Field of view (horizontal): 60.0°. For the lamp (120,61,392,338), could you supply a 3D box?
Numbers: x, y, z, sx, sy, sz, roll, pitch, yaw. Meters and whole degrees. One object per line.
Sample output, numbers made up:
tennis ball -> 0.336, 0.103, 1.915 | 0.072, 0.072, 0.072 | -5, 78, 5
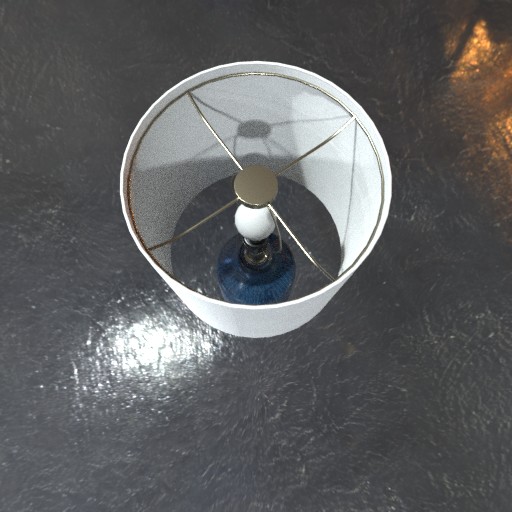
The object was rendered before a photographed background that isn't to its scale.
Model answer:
lamp -> 0.000, 0.000, 0.588 | 0.220, 0.475, 0.220 | -20, 75, -6
